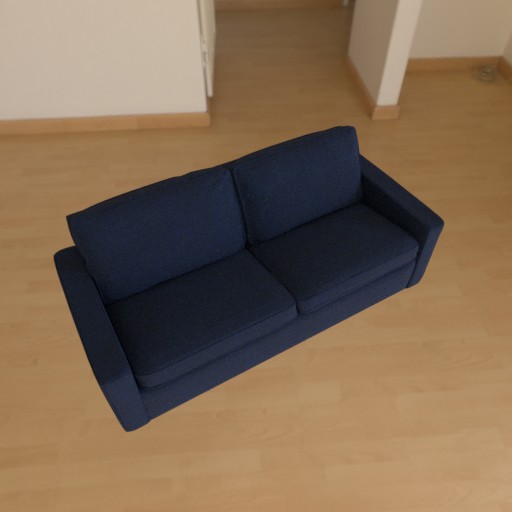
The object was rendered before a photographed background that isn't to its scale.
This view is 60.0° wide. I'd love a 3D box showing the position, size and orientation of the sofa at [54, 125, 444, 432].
[{"bbox_3d":[0.000,0.000,2.598,2.080,0.919,0.940,-23,51,-20],"label":"sofa"}]
